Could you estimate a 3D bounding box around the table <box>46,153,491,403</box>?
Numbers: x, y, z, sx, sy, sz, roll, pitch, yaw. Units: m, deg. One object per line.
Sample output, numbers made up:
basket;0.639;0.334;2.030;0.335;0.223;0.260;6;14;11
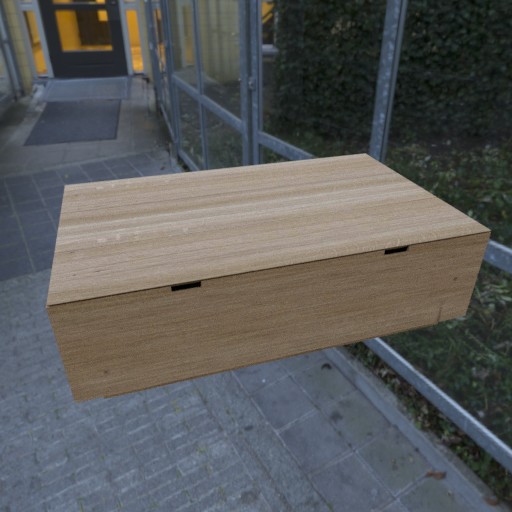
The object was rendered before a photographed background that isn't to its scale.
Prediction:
table;0.000;0.000;1.413;1.110;0.353;0.678;-9;32;-15
